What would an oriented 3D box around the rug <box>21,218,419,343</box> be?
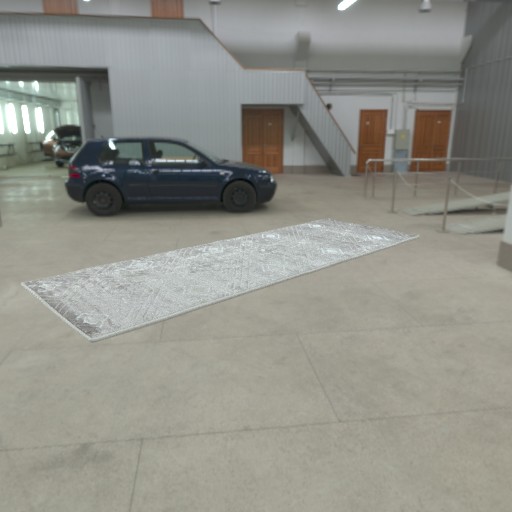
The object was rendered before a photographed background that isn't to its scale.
[{"bbox_3d":[0.000,0.000,2.650,2.381,0.035,0.832,-14,21,-41],"label":"rug"}]
